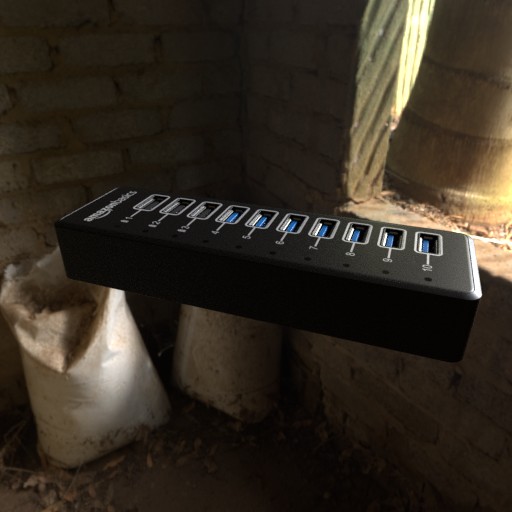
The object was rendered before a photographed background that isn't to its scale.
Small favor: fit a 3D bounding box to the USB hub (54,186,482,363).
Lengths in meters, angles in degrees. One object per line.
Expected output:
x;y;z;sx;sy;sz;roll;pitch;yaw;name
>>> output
0.000;0.000;0.163;0.145;0.023;0.044;10;31;17;USB hub
